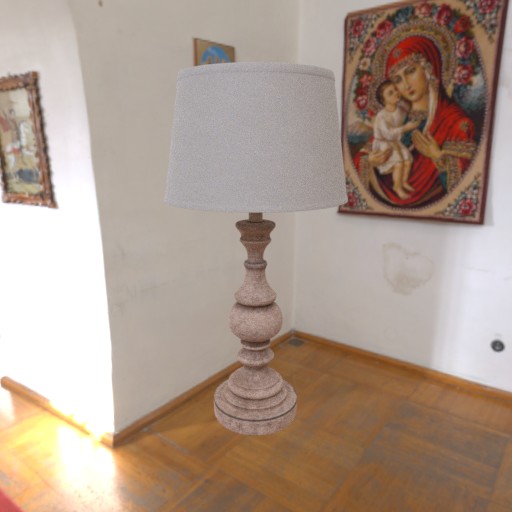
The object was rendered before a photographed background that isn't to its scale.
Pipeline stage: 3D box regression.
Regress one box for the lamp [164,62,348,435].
[{"bbox_3d":[0.000,0.000,0.862,0.340,0.678,0.340,0,15,0],"label":"lamp"}]
